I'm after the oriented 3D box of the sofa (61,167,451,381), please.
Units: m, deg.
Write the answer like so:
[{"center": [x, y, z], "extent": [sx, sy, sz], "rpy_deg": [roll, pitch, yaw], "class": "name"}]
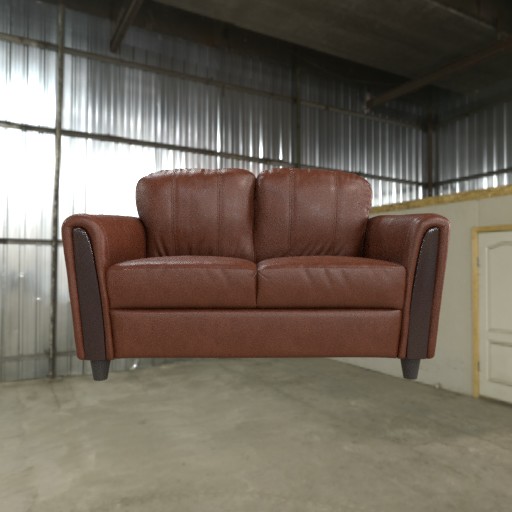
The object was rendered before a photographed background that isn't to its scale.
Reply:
[{"center": [0.000, 0.000, 1.967], "extent": [1.406, 0.906, 0.805], "rpy_deg": [0, -1, -1], "class": "sofa"}]
